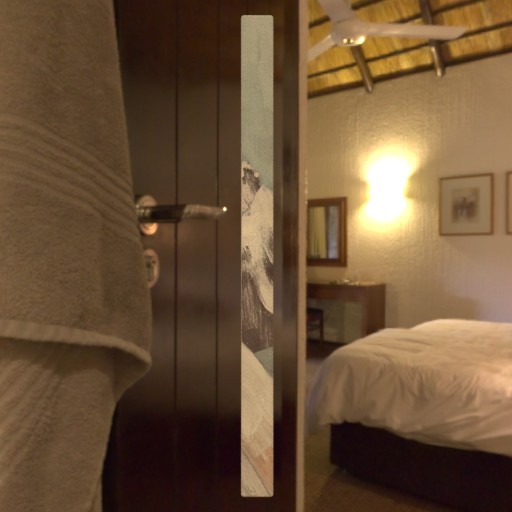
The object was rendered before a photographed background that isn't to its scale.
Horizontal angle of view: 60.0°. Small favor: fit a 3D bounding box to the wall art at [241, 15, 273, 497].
[{"bbox_3d":[0.000,0.000,1.140,0.061,0.911,0.609,0,0,0],"label":"wall art"}]
